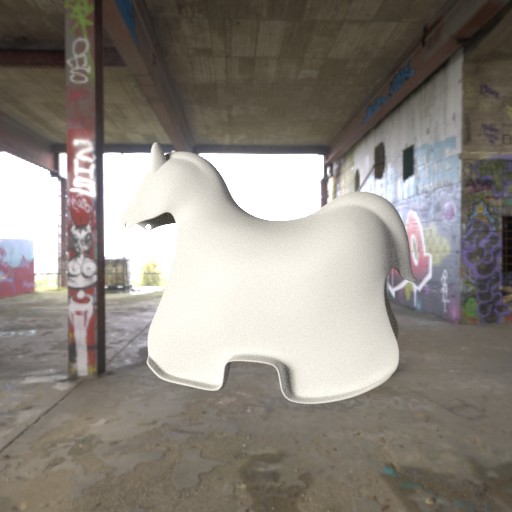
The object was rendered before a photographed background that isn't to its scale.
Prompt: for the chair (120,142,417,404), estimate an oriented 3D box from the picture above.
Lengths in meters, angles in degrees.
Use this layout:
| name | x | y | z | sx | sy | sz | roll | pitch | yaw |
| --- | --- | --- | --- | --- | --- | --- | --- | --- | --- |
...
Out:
| name | x | y | z | sx | sy | sz | roll | pitch | yaw |
| --- | --- | --- | --- | --- | --- | --- | --- | --- | --- |
| chair | 0.000 | 0.000 | 1.168 | 0.800 | 0.612 | 0.429 | 0 | 1 | 18 |
